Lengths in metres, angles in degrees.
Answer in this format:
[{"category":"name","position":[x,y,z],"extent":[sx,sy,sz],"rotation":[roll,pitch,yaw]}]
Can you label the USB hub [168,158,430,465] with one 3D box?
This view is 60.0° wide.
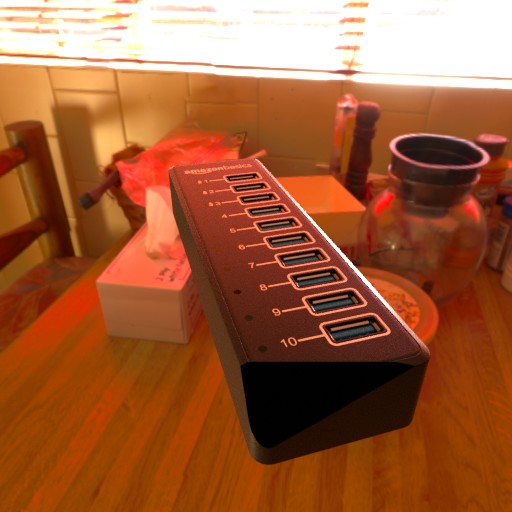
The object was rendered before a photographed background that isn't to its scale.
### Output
[{"category":"USB hub","position":[0.000,0.000,0.161],"extent":[0.044,0.023,0.145],"rotation":[-9,33,-14]}]
